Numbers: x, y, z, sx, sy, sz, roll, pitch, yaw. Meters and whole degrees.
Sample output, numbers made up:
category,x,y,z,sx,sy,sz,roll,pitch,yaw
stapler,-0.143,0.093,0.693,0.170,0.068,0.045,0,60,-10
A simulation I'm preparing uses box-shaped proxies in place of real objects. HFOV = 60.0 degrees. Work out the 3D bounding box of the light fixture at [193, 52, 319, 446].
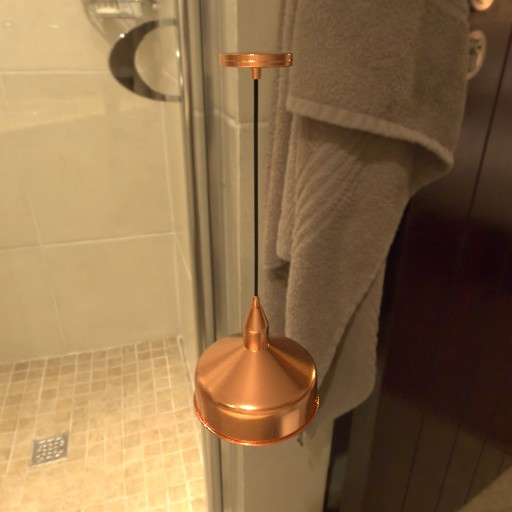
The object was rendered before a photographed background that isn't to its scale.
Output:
category,x,y,z,sx,sy,sz,roll,pitch,yaw
light fixture,0.000,0.000,0.905,0.301,0.754,0.301,19,32,33
